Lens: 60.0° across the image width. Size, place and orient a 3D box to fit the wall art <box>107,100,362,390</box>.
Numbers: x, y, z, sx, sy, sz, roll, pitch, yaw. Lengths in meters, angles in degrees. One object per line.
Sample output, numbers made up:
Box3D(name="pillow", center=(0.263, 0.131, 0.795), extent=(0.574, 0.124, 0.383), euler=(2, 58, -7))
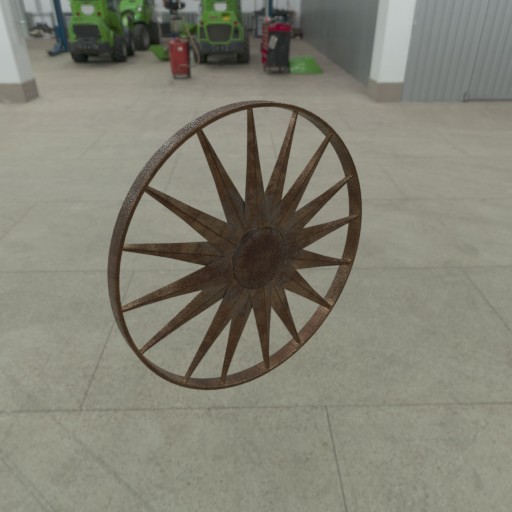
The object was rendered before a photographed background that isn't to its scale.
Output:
Box3D(name="wall art", center=(0.000, 0.000, 0.879), extent=(0.582, 0.583, 0.084), euler=(-21, 37, -31))
